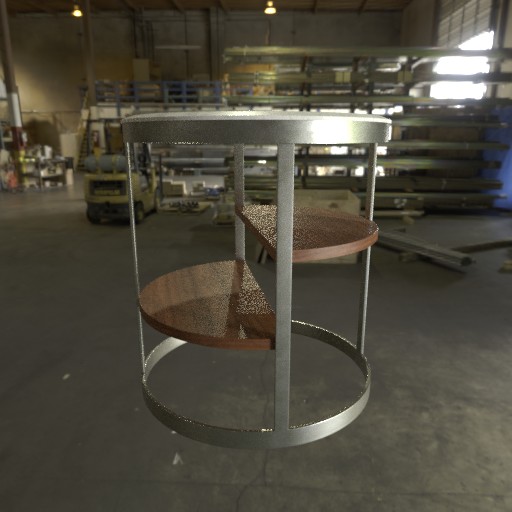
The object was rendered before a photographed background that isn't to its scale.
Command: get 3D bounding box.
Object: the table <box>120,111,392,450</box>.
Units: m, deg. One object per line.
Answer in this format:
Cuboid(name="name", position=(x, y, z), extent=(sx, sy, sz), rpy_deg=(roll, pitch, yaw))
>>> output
Cuboid(name="table", position=(0.000, 0.000, 0.749), extent=(0.407, 0.447, 0.407), rpy_deg=(0, 15, 0))
